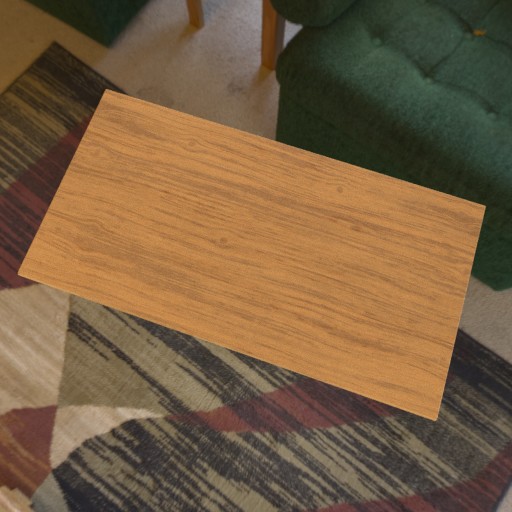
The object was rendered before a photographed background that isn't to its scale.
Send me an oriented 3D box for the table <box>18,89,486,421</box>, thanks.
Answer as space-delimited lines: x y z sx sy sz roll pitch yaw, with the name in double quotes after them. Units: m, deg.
0.000 0.000 1.613 1.331 0.445 0.693 18 77 4 "table"
